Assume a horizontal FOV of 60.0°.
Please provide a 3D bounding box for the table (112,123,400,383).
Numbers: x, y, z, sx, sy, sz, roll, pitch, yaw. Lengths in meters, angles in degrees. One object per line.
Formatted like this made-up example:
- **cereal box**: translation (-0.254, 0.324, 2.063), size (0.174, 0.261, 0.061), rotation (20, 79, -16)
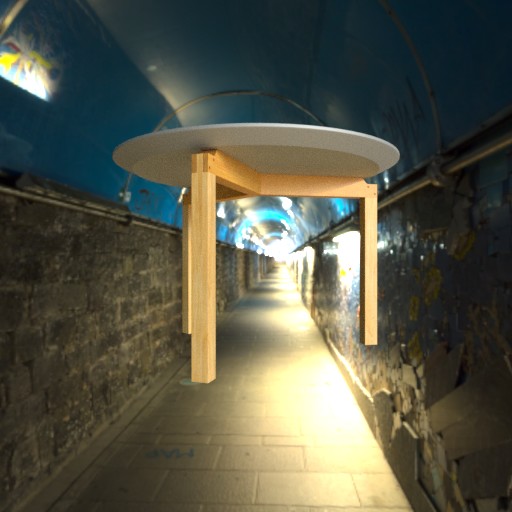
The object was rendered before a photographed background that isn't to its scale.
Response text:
- **table**: translation (0.000, 0.000, 0.974), size (0.600, 0.405, 0.600), rotation (0, 0, 0)
